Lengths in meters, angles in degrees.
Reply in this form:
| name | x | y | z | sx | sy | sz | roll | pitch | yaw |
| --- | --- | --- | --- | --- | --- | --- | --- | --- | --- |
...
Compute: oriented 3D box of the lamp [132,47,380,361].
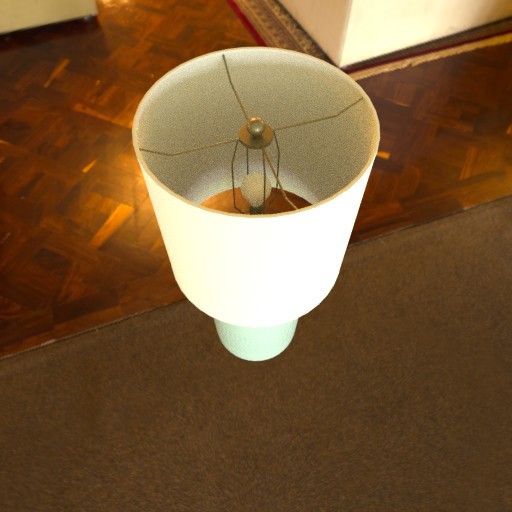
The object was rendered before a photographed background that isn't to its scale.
| name | x | y | z | sx | sy | sz | roll | pitch | yaw |
| --- | --- | --- | --- | --- | --- | --- | --- | --- | --- |
| lamp | 0.000 | 0.000 | 1.122 | 0.418 | 0.871 | 0.418 | 17 | 60 | 11 |
